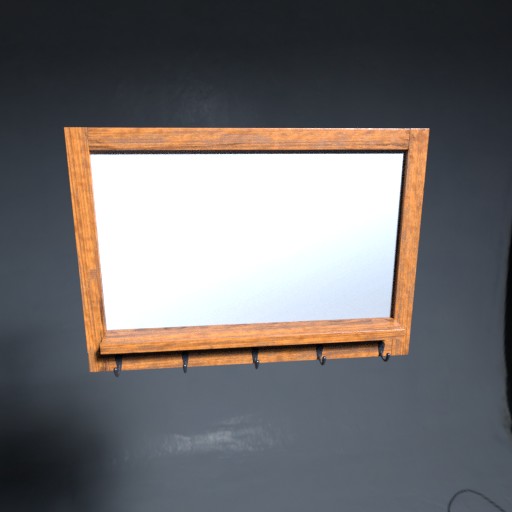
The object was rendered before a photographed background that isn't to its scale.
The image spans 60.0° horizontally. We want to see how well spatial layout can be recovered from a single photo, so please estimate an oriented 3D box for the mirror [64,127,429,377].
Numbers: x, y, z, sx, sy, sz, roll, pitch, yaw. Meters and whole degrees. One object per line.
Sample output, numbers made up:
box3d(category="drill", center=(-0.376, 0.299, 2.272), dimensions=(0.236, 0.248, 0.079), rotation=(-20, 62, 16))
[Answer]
box3d(category="mirror", center=(0.000, 0.000, 0.965), dimensions=(0.758, 0.537, 0.084), rotation=(-2, 15, -6))
